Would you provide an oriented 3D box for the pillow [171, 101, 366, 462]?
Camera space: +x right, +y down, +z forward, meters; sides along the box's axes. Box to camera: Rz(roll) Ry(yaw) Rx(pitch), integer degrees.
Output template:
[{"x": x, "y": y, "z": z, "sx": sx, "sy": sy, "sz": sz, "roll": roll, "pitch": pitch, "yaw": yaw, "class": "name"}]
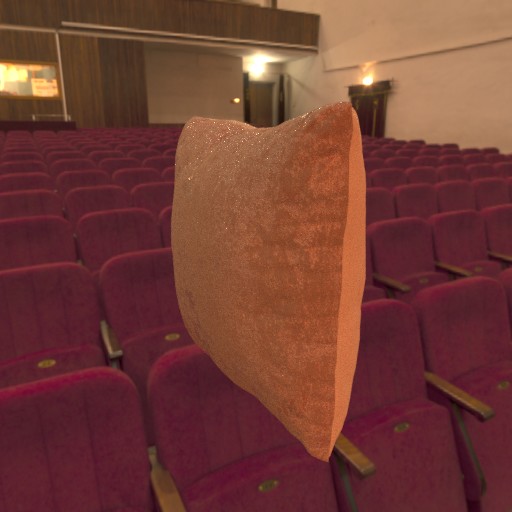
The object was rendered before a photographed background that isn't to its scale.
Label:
[{"x": 0.000, "y": 0.000, "z": 0.712, "sx": 0.245, "sy": 0.448, "sz": 0.450, "roll": -8, "pitch": 18, "yaw": -26, "class": "pillow"}]
